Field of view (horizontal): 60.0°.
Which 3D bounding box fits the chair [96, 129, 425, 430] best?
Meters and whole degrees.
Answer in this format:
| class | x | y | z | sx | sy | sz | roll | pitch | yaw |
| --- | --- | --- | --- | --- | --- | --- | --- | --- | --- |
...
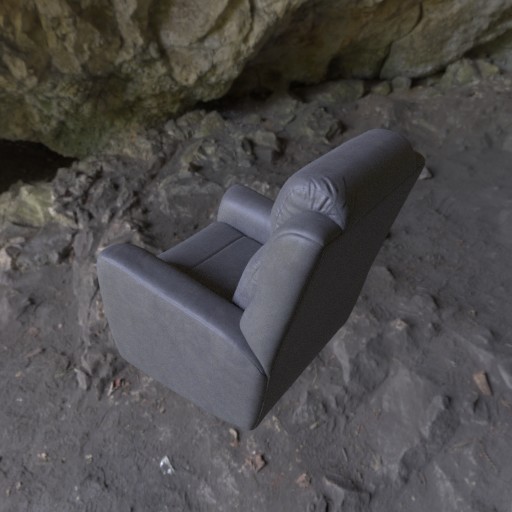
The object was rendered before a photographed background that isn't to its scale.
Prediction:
| class | x | y | z | sx | sy | sz | roll | pitch | yaw |
| --- | --- | --- | --- | --- | --- | --- | --- | --- | --- |
| chair | 0.000 | 0.000 | 1.936 | 1.068 | 1.116 | 0.967 | 21 | 37 | 30 |
